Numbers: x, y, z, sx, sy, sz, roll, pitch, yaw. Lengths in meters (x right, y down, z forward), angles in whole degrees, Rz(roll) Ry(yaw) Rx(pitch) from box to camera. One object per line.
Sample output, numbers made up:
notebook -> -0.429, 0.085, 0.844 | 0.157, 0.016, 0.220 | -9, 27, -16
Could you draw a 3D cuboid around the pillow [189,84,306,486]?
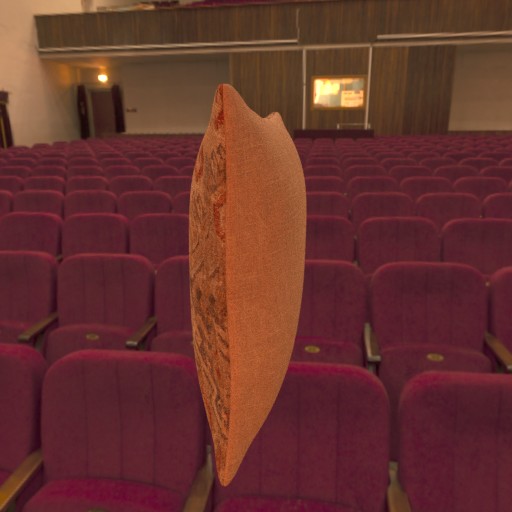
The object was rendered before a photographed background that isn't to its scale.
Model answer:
pillow -> 0.000, 0.000, 0.771 | 0.166, 0.506, 0.523 | 2, 15, 8
